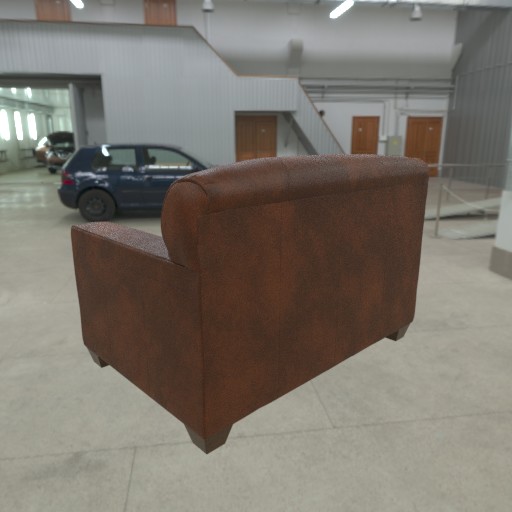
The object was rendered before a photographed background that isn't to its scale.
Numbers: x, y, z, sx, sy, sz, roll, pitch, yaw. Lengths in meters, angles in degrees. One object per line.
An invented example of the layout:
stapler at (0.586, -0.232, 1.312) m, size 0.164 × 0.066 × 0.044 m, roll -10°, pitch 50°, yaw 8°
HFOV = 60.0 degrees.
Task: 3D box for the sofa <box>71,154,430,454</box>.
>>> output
sofa at (0.000, 0.000, 2.093) m, size 1.413 × 0.956 × 1.000 m, roll -14°, pitch 21°, yaw -42°
